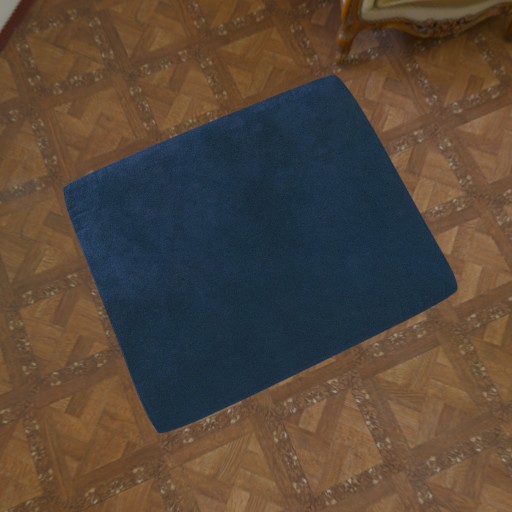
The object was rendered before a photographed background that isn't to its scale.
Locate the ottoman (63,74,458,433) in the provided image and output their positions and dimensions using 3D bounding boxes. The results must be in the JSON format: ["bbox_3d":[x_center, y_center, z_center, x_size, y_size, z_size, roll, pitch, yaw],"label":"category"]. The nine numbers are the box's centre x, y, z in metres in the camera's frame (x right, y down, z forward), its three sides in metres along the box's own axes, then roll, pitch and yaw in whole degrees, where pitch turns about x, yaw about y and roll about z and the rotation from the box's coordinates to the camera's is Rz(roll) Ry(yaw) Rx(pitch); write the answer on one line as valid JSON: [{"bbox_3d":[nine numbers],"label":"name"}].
[{"bbox_3d":[0.000,0.000,1.213,0.794,0.485,0.655,-24,78,-5],"label":"ottoman"}]
